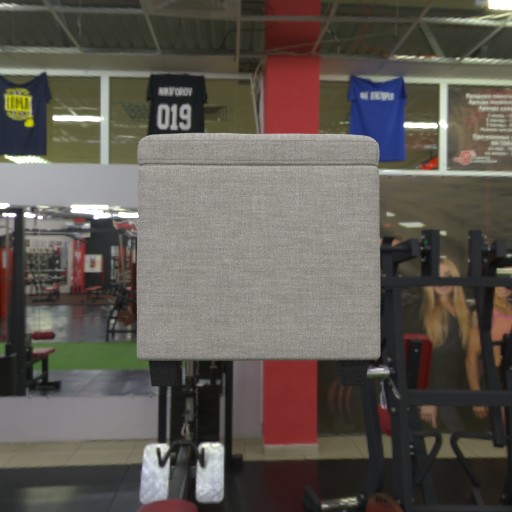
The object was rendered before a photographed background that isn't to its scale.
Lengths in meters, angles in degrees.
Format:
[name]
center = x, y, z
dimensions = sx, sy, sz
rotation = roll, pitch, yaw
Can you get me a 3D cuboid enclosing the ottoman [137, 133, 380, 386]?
[ottoman]
center = 0.000, 0.000, 1.155
dimensions = 0.419, 0.432, 0.902
rotation = 0, 0, -1
